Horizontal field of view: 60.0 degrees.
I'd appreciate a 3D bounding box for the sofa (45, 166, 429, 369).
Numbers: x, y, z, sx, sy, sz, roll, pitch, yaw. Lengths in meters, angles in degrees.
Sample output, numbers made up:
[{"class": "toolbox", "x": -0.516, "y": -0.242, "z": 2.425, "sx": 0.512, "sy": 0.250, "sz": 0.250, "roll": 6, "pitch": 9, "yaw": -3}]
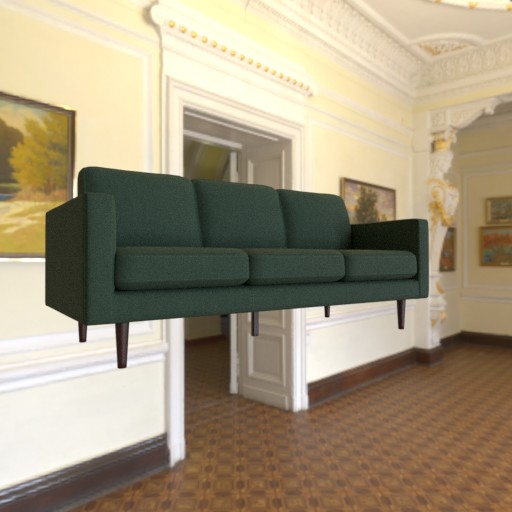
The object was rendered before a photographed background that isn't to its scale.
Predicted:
[{"class": "sofa", "x": 0.000, "y": 0.000, "z": 2.487, "sx": 2.029, "sy": 0.899, "sz": 0.879, "roll": 0, "pitch": 0, "yaw": -34}]
